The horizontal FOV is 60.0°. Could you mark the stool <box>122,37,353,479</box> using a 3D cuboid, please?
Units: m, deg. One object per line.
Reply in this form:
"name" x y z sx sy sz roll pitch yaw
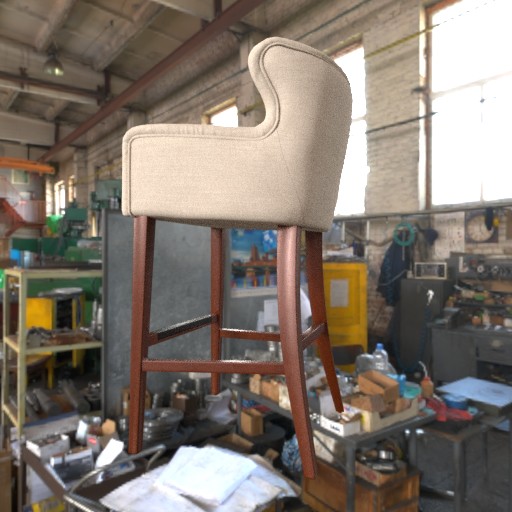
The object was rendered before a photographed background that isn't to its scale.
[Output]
"stool" 0.000 0.000 1.319 0.563 1.034 0.556 0 0 19
